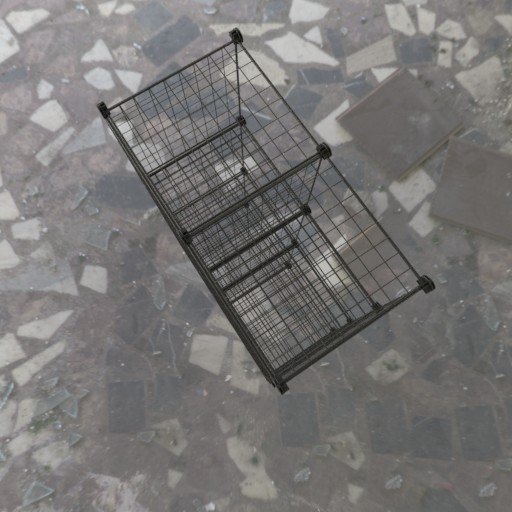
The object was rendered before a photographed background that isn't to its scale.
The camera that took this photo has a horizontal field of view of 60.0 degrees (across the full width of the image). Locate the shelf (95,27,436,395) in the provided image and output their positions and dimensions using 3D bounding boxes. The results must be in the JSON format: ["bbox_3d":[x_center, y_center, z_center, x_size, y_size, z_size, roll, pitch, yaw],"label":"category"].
[{"bbox_3d":[0.000,0.000,1.403,0.356,1.067,0.711,-32,78,-8],"label":"shelf"}]
